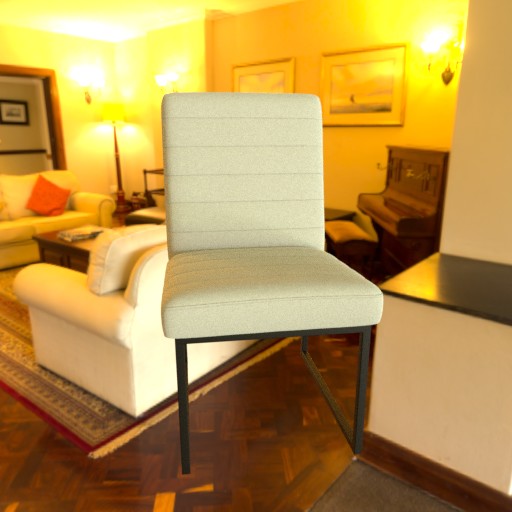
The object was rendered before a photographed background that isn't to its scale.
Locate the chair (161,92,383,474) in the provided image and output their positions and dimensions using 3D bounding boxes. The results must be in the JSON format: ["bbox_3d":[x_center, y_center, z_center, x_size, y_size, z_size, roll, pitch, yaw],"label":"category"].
[{"bbox_3d":[0.000,0.000,1.281,0.520,0.930,0.634,-2,16,-9],"label":"chair"}]
